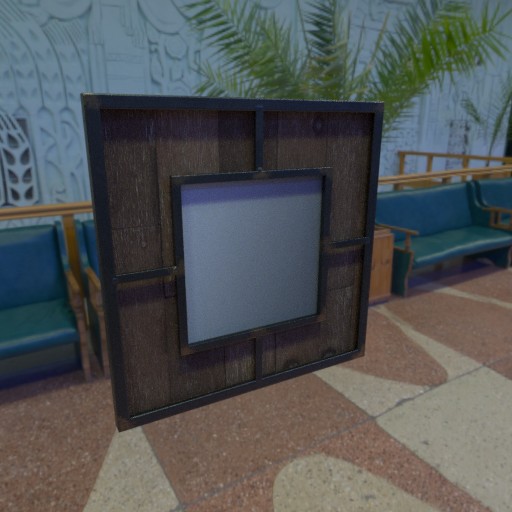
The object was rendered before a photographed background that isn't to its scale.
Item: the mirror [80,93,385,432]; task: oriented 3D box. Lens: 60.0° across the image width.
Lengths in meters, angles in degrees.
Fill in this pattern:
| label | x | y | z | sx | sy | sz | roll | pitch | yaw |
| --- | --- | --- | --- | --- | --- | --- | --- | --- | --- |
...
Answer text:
| label | x | y | z | sx | sy | sz | roll | pitch | yaw |
| --- | --- | --- | --- | --- | --- | --- | --- | --- | --- |
| mirror | 0.000 | 0.000 | 0.567 | 0.382 | 0.381 | 0.020 | -9 | 19 | -27 |
